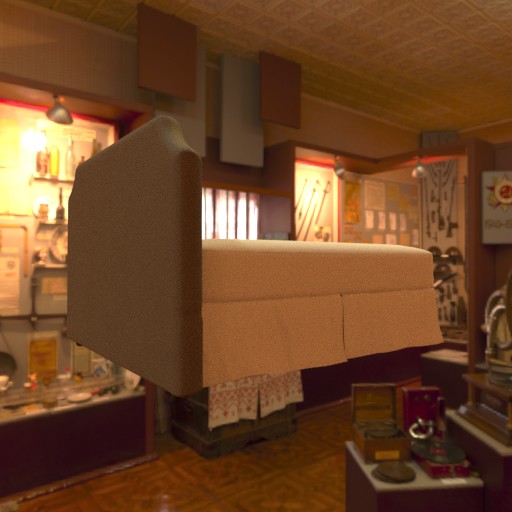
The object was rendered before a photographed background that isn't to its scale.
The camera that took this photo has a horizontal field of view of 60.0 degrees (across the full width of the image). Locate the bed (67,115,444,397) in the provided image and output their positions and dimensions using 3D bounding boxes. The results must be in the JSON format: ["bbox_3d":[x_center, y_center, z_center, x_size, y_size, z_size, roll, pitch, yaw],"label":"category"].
[{"bbox_3d":[0.000,0.000,3.233,2.181,1.297,1.831,0,-1,-37],"label":"bed"}]
